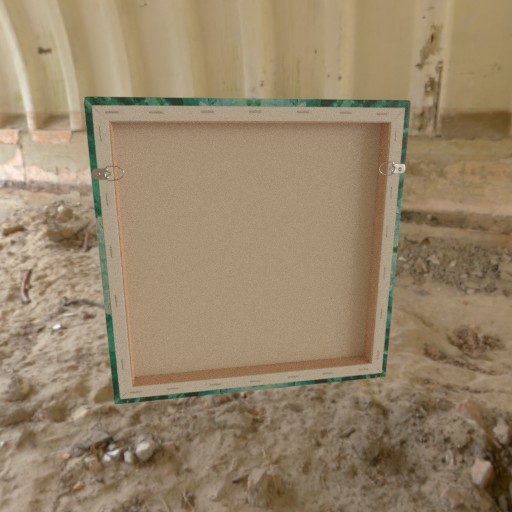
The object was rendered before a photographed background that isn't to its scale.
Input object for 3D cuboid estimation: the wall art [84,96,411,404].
[{"bbox_3d":[0.000,0.000,0.759,0.507,0.508,0.038,-3,16,-10],"label":"wall art"}]
